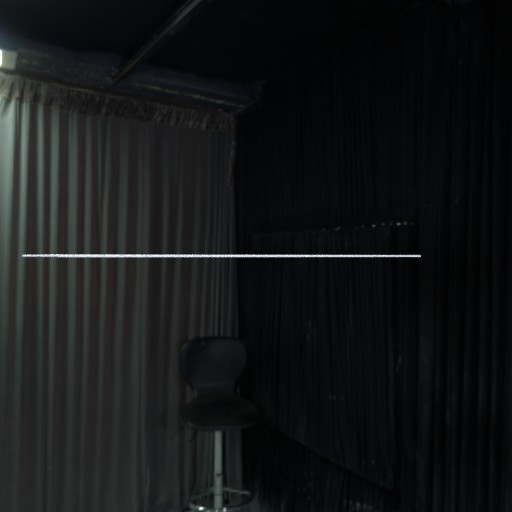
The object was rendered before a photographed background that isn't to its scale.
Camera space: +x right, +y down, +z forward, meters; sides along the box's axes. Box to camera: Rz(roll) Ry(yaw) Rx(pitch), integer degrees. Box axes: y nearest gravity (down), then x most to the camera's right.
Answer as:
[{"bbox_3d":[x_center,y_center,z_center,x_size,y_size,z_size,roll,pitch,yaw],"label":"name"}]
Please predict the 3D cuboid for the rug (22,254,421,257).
[{"bbox_3d":[0.000,0.000,2.534,2.294,0.011,0.666,0,0,-38],"label":"rug"}]
